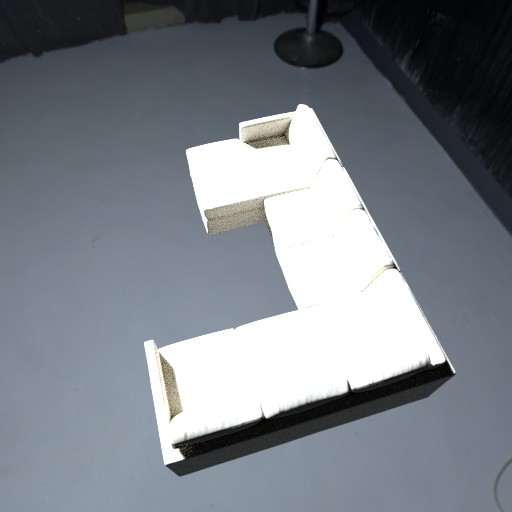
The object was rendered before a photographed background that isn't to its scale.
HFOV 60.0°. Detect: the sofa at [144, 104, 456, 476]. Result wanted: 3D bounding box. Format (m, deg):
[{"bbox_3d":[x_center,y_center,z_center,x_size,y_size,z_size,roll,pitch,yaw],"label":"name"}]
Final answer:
[{"bbox_3d":[0.000,0.000,4.538,2.448,0.882,3.464,-14,58,-9],"label":"sofa"}]
